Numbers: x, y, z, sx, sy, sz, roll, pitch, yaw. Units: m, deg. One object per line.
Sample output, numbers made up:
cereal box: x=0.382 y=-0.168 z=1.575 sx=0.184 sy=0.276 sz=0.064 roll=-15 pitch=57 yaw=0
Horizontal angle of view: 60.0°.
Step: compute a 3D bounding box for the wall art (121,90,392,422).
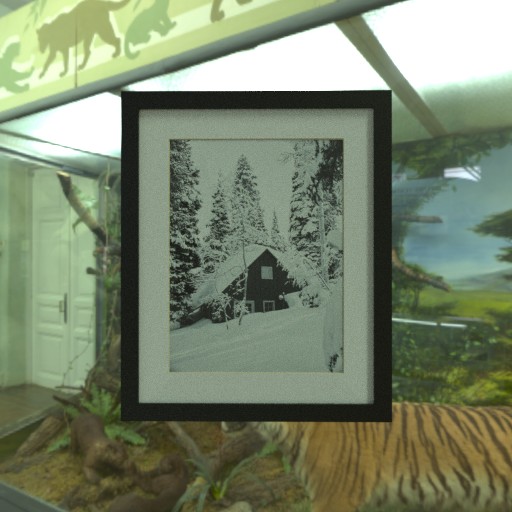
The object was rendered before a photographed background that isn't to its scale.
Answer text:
wall art: x=0.000 y=0.000 z=0.540 sx=0.325 sy=0.397 sz=0.018 roll=0 pitch=0 yaw=1
